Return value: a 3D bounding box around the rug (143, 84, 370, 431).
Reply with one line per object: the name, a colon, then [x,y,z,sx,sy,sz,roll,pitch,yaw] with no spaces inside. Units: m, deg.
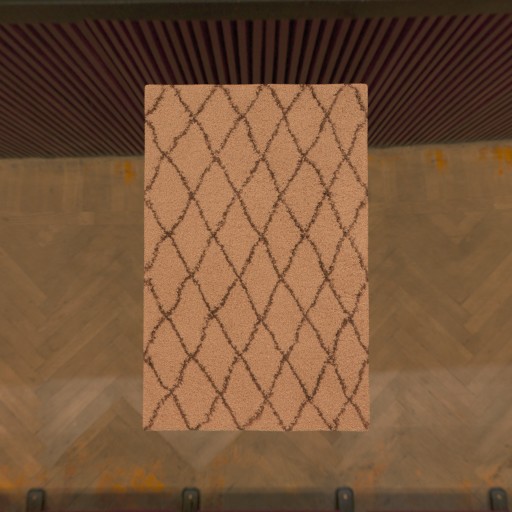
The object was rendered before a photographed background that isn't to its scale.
rug: [0.000,0.000,3.511,1.778,0.030,2.743,0,89,0]
